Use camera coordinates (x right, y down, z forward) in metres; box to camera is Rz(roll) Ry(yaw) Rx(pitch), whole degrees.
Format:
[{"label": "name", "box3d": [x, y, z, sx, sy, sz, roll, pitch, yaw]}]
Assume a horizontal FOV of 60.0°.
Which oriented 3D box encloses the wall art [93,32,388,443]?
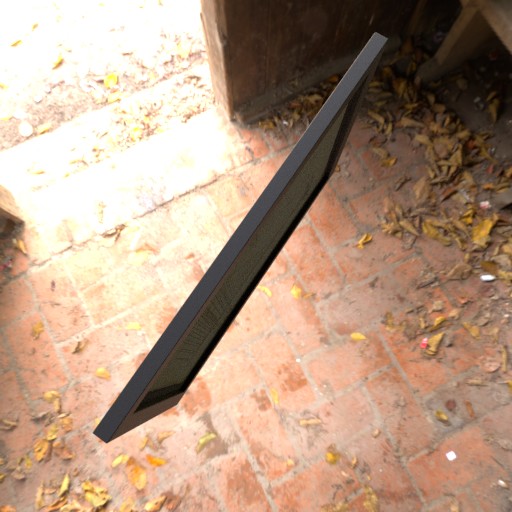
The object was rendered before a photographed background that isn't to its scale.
[{"label": "wall art", "box3d": [0.000, 0.000, 0.530, 0.016, 0.306, 0.432, 33, 79, 7]}]
